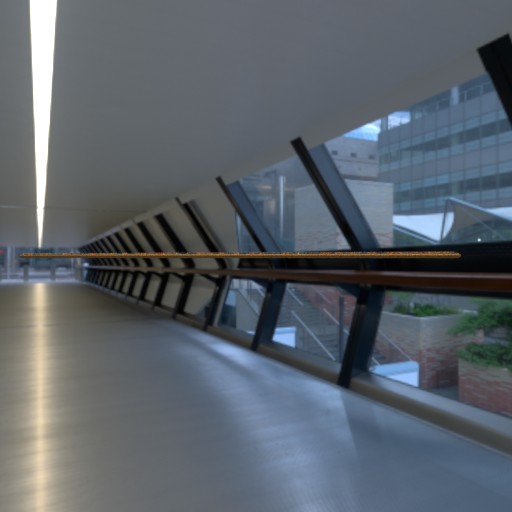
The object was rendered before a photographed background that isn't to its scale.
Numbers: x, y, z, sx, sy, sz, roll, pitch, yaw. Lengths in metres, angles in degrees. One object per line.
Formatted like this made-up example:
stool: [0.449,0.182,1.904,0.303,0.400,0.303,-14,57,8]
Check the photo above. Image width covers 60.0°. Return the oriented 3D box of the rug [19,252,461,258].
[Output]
rug: [0.000,0.000,2.820,2.204,0.024,1.588,0,0,18]
